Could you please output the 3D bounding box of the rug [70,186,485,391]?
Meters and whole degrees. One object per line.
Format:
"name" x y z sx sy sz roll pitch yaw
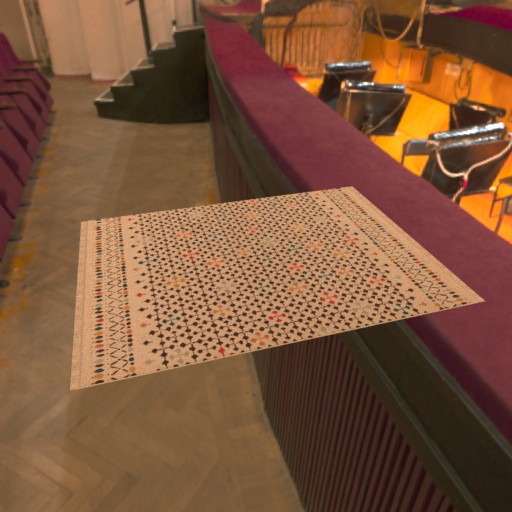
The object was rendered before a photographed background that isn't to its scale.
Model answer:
"rug" 0.000 0.000 2.034 1.556 0.006 1.146 -9 34 -14
